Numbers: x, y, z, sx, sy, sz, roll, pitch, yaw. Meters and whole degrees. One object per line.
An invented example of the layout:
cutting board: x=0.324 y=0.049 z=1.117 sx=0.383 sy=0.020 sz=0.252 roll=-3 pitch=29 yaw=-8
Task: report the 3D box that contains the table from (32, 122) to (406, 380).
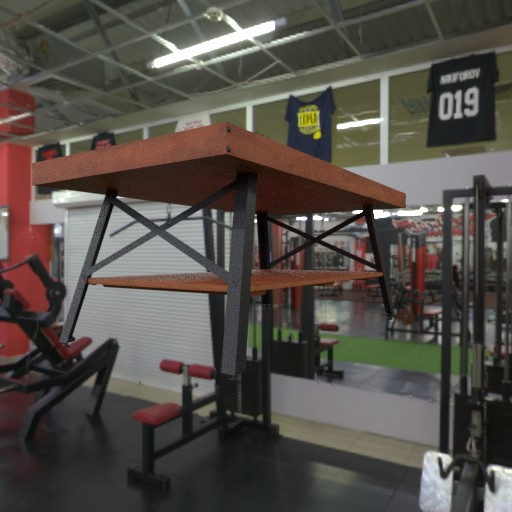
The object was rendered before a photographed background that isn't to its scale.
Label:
table: x=0.000 y=0.000 z=1.360 sx=0.610 sy=0.457 sz=1.067 roll=0 pitch=0 yaw=34
